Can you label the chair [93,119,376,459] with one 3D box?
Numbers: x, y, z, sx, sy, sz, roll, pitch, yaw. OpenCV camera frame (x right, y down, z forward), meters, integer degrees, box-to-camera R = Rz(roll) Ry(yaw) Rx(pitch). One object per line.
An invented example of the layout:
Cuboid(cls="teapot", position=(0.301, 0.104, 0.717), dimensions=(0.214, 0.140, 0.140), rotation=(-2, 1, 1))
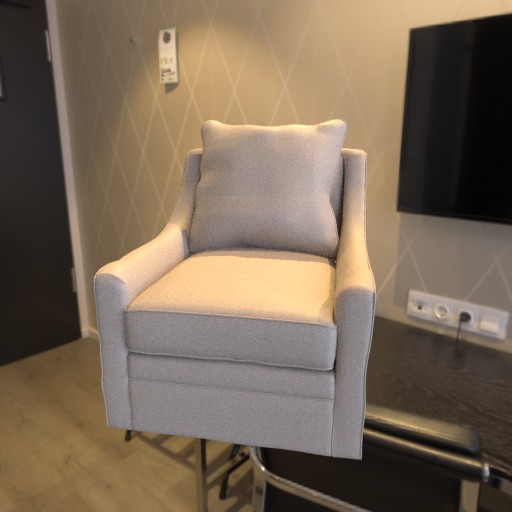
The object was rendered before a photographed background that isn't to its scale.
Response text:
Cuboid(cls="chair", position=(0.000, 0.000, 1.555), dimensions=(0.760, 0.942, 0.876), rotation=(3, 15, 11))
